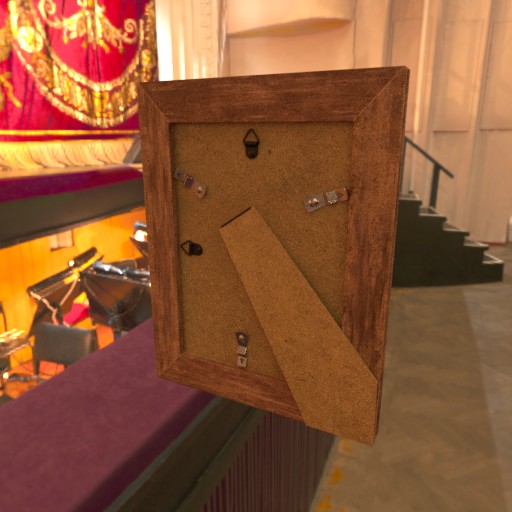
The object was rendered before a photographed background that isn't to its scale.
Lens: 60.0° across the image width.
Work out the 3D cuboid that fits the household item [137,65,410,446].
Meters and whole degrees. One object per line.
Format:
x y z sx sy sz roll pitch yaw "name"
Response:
0.000 0.000 0.314 0.186 0.237 0.018 8 18 26 "household item"
